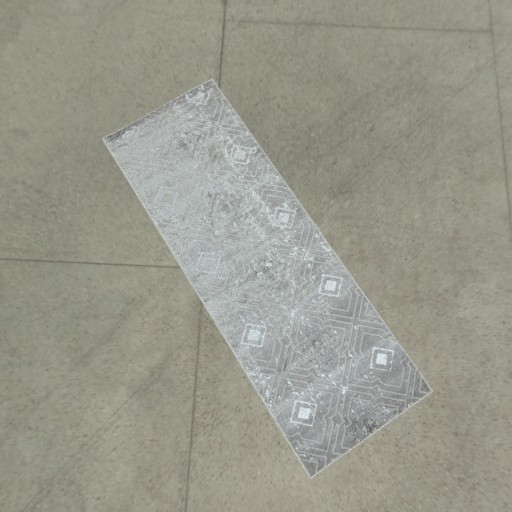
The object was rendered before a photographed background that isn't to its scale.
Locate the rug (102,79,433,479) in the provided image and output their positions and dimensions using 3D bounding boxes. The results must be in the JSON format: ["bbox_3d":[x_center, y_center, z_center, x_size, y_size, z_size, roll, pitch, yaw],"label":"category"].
[{"bbox_3d":[0.000,0.000,2.665,0.832,0.035,2.381,-32,78,-8],"label":"rug"}]
